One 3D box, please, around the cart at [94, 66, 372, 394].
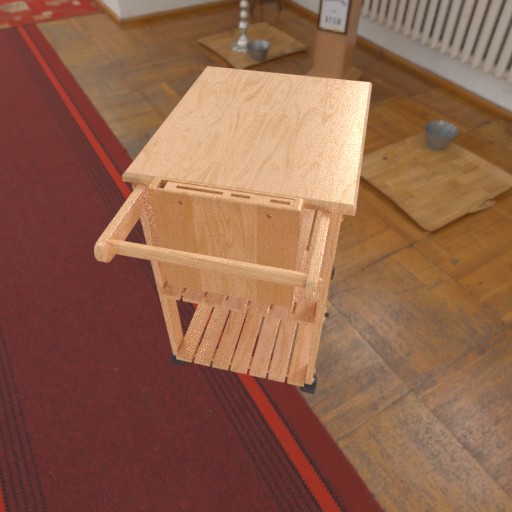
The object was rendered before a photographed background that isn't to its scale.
[{"bbox_3d":[0.000,0.000,1.371,0.520,0.816,0.843,10,46,10],"label":"cart"}]
